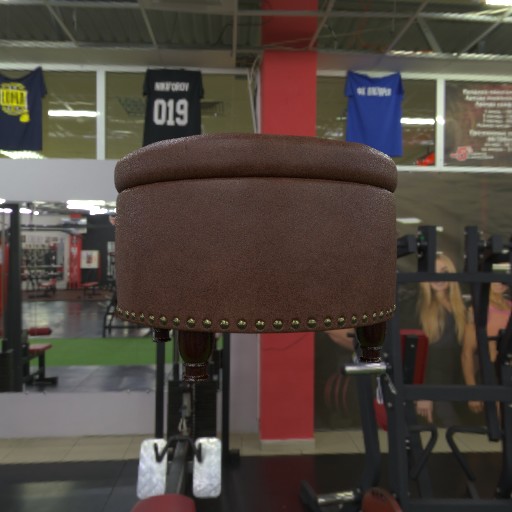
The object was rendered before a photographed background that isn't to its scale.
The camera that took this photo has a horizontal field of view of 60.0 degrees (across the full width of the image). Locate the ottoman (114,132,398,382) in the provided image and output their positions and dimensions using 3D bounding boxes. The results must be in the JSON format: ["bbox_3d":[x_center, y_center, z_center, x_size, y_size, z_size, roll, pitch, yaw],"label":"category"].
[{"bbox_3d":[0.000,0.000,1.047,0.637,0.442,0.637,0,1,0],"label":"ottoman"}]
